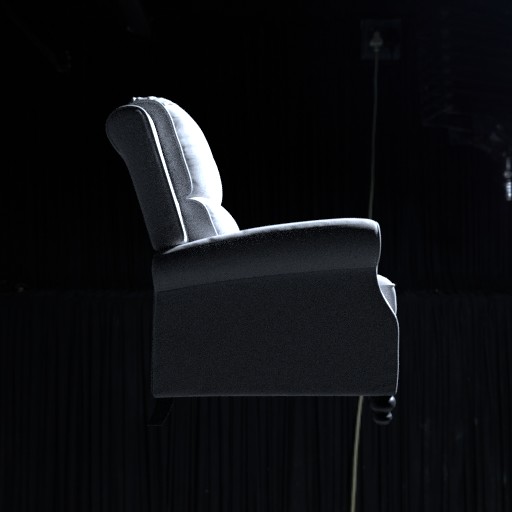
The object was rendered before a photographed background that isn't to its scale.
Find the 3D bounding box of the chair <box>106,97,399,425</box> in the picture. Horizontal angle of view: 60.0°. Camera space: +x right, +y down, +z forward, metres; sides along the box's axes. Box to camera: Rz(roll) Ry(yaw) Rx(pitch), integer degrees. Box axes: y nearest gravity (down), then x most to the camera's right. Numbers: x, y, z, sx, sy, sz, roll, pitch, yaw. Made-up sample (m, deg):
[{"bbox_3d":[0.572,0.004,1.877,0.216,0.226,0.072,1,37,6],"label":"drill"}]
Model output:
[{"bbox_3d":[0.000,0.000,1.718,0.919,1.046,0.859,0,-2,0],"label":"chair"}]
